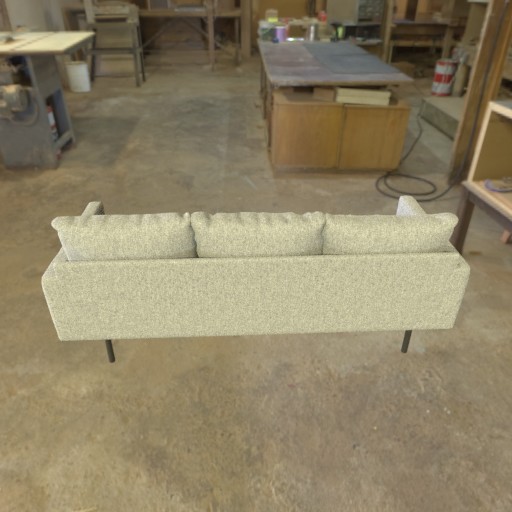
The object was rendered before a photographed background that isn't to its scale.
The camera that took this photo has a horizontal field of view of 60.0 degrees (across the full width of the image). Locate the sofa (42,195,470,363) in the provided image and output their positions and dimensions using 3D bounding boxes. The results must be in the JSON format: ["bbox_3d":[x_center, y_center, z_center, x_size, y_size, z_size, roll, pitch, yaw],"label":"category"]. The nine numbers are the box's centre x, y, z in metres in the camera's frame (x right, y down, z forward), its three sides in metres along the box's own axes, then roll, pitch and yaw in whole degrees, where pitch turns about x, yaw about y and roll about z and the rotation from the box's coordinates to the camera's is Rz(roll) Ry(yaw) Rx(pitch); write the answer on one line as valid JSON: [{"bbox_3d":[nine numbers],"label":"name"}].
[{"bbox_3d":[0.000,0.000,2.480,2.000,0.830,0.850,-1,32,-2],"label":"sofa"}]
